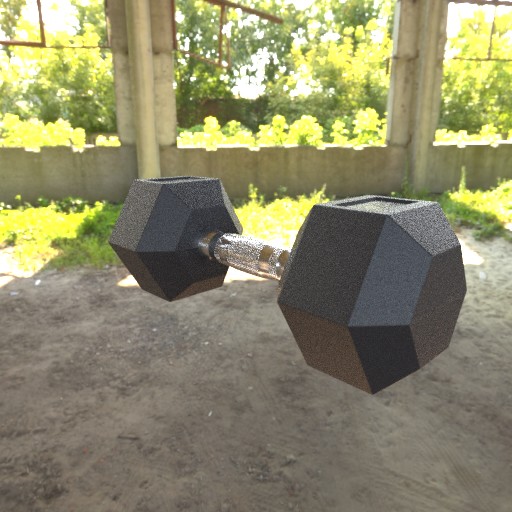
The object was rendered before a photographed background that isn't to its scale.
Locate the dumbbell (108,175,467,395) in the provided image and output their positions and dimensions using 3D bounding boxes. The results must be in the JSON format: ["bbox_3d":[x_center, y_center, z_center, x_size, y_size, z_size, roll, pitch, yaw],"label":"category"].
[{"bbox_3d":[0.000,0.000,0.372,0.129,0.113,0.315,-15,21,-43],"label":"dumbbell"}]
